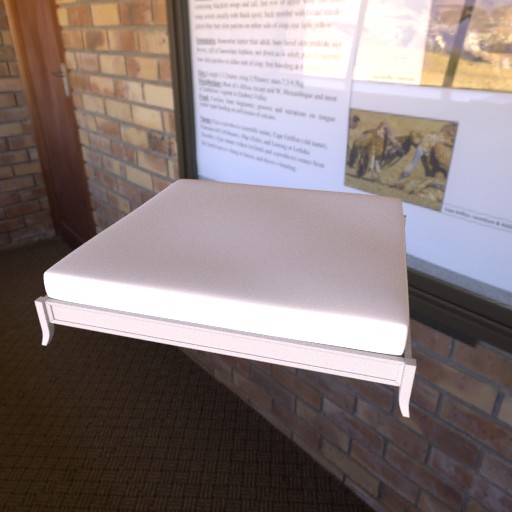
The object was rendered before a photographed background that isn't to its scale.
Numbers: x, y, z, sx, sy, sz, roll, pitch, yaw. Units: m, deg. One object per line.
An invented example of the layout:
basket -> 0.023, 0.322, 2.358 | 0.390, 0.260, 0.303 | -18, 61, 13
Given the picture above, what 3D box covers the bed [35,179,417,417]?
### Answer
bed -> 0.000, 0.000, 3.156 | 2.108, 0.510, 2.007 | 7, 27, 14
